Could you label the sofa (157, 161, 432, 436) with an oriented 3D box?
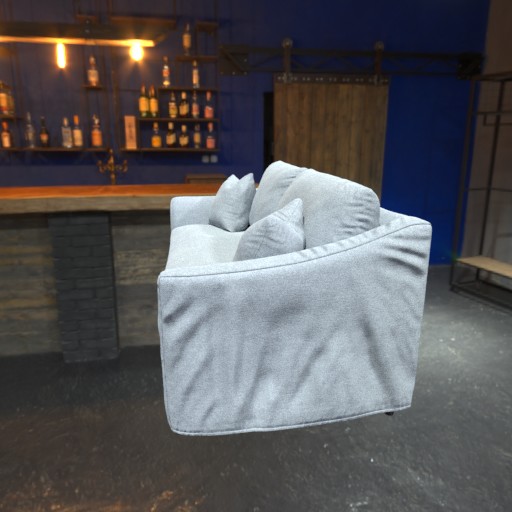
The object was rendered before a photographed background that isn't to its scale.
[{"bbox_3d":[0.000,0.000,2.628,1.072,1.018,2.010,-2,15,-9],"label":"sofa"}]
